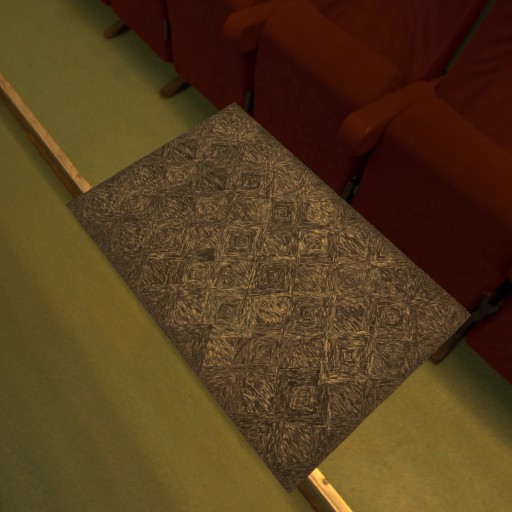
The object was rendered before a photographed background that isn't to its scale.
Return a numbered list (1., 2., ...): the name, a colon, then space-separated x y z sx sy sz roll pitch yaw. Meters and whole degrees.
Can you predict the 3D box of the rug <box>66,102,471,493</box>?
1. rug: 0.000 0.000 2.184 1.139 0.010 1.754 -37 69 -17
